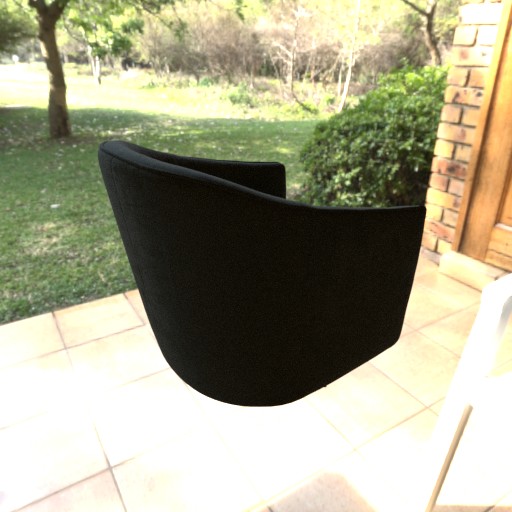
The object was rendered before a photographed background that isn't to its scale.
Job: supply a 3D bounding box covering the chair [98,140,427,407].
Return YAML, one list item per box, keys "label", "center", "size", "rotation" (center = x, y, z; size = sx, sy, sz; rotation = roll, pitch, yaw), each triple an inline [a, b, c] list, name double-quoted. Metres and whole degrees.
- label: "chair"
  center: [0.000, 0.000, 1.462]
  size: [0.875, 0.799, 0.747]
  rotation: [-19, 31, -33]
